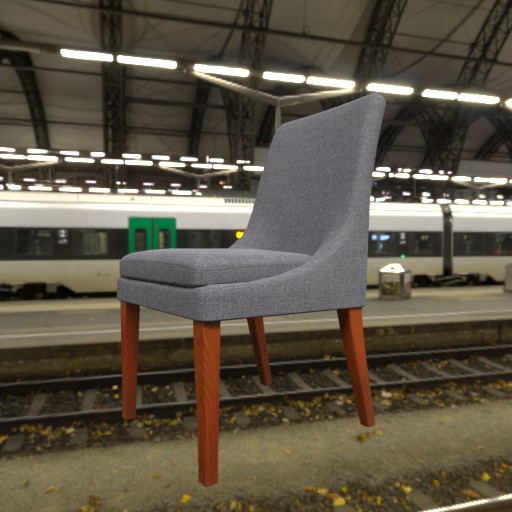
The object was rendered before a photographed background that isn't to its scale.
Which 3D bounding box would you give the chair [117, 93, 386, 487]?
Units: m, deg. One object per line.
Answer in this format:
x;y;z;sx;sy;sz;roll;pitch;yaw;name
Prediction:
0.000;0.000;1.293;0.655;0.952;0.508;-1;1;-37;chair
